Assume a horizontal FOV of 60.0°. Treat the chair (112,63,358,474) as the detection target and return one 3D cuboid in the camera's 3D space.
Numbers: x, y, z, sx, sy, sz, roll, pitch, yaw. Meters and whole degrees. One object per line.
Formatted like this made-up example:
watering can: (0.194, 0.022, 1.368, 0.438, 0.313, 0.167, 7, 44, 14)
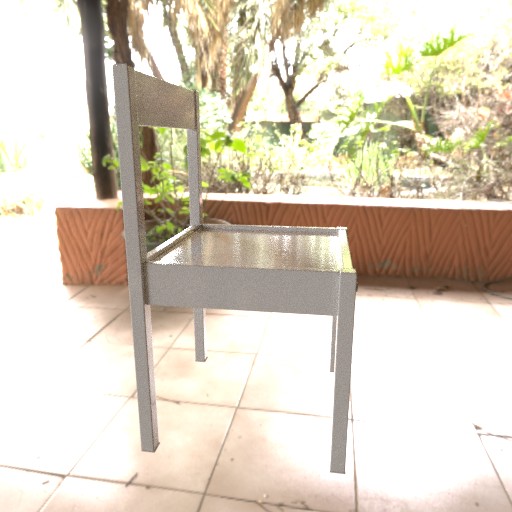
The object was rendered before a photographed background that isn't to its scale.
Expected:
chair: (0.000, 0.000, 0.672, 0.285, 0.505, 0.285, 2, 15, 9)
